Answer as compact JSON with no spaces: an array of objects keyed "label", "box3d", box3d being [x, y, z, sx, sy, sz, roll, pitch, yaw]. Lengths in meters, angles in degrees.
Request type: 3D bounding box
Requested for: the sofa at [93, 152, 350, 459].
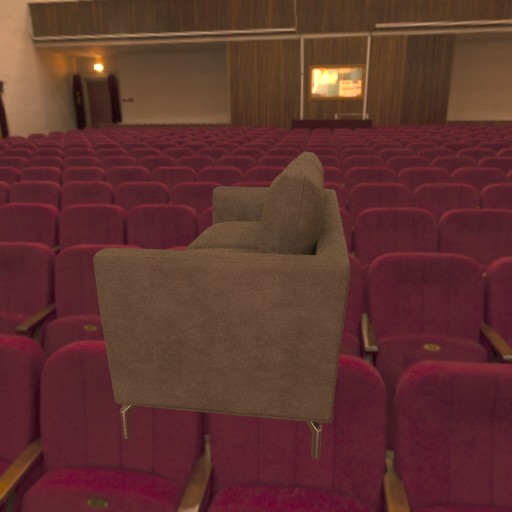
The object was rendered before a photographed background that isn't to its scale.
[{"label":"sofa","box3d":[0.000,0.000,2.332,0.855,1.013,1.832,2,16,8]}]
